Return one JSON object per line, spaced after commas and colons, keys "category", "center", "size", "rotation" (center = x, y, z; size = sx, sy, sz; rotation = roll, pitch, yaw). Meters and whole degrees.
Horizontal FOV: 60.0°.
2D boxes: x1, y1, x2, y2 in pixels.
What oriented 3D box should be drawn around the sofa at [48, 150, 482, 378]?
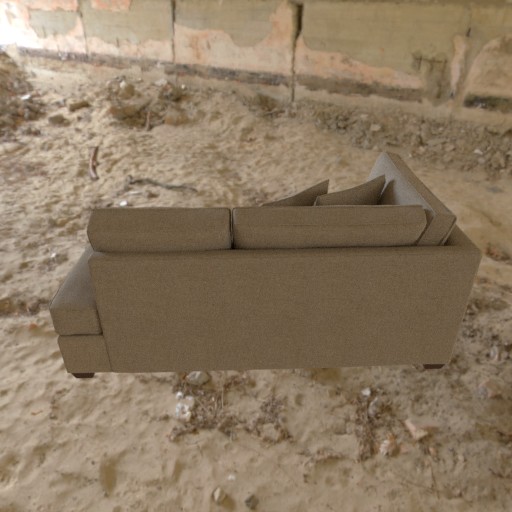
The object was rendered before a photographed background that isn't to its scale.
{"category": "sofa", "center": [0.000, 0.000, 2.787], "size": [2.238, 1.019, 1.110], "rotation": [-1, 31, -2]}
